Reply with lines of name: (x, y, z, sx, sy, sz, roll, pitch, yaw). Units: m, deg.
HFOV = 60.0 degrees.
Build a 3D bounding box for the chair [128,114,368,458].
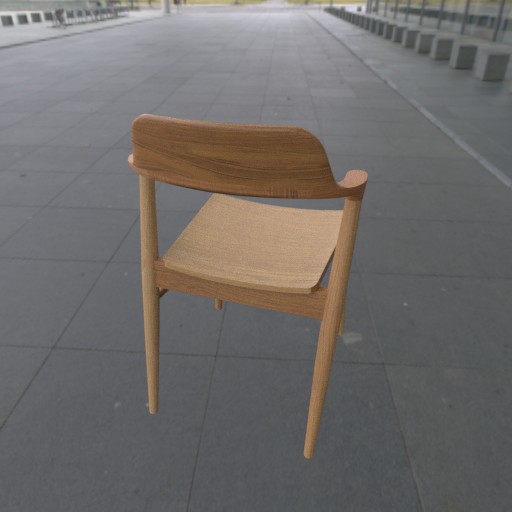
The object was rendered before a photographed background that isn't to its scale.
chair: (0.000, 0.000, 1.139, 0.512, 0.792, 0.499, 9, 32, 15)
